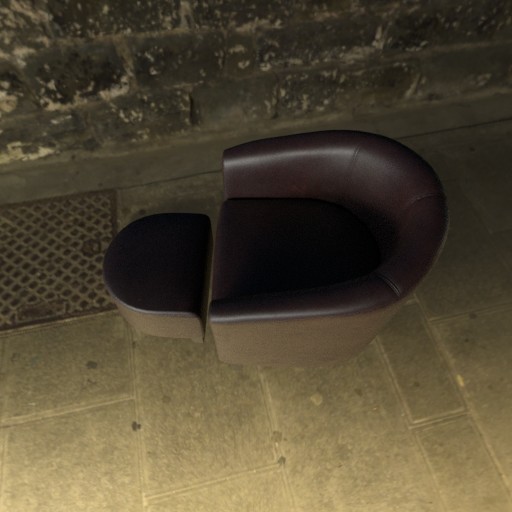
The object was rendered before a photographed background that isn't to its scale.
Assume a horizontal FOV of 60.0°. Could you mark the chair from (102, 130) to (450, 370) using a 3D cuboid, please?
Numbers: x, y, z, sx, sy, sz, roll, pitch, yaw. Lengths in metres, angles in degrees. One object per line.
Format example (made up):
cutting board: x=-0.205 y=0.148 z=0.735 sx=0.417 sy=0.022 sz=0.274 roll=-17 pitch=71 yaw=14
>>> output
chair: x=0.000 y=0.000 z=1.665 sx=1.176 sy=0.755 sz=0.737 roll=1 pitch=58 yaw=1
